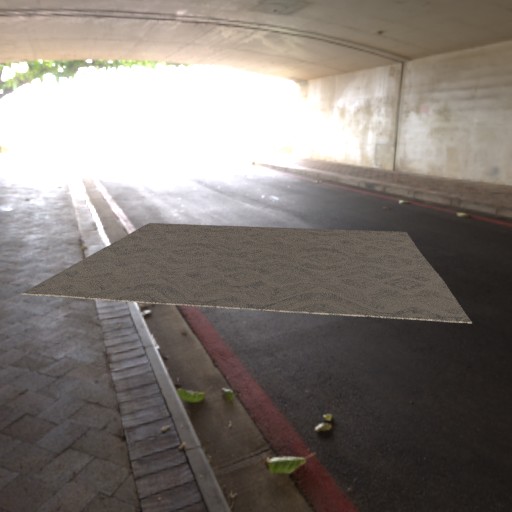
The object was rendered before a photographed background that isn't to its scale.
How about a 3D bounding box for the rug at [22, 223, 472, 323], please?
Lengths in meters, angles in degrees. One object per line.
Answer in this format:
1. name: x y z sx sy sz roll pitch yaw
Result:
1. rug: 0.000 0.000 4.071 3.054 0.030 2.430 3 17 9
